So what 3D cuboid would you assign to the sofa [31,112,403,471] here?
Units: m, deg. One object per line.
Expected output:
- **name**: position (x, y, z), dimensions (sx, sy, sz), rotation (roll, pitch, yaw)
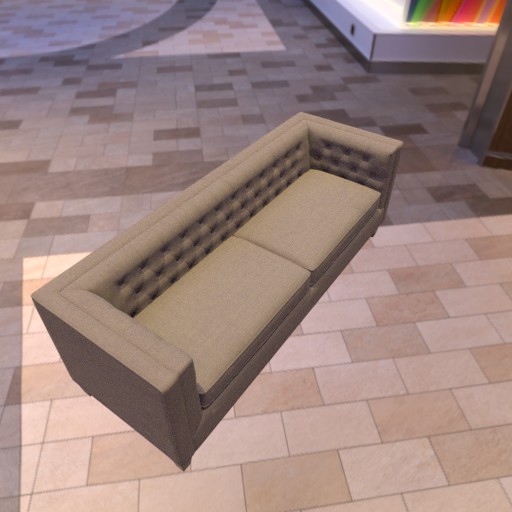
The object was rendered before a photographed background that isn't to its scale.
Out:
- **sofa**: position (0.000, 0.000, 2.564), dimensions (0.775, 0.762, 2.159), rotation (26, 48, 25)
